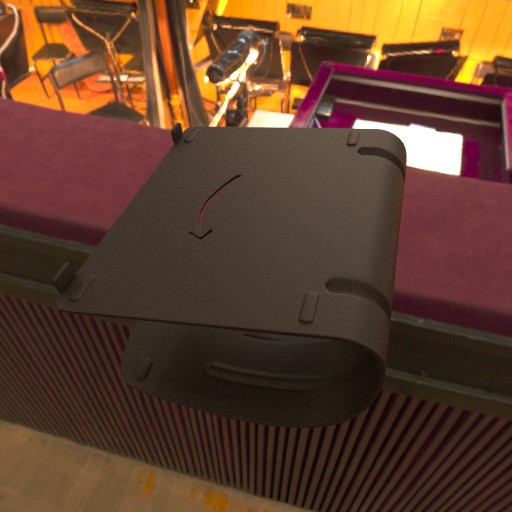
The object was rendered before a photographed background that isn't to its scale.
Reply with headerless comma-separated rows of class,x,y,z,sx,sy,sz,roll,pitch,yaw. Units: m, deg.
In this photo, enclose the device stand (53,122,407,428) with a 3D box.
device stand,0.000,0.000,0.406,0.236,0.155,0.256,12,48,11
